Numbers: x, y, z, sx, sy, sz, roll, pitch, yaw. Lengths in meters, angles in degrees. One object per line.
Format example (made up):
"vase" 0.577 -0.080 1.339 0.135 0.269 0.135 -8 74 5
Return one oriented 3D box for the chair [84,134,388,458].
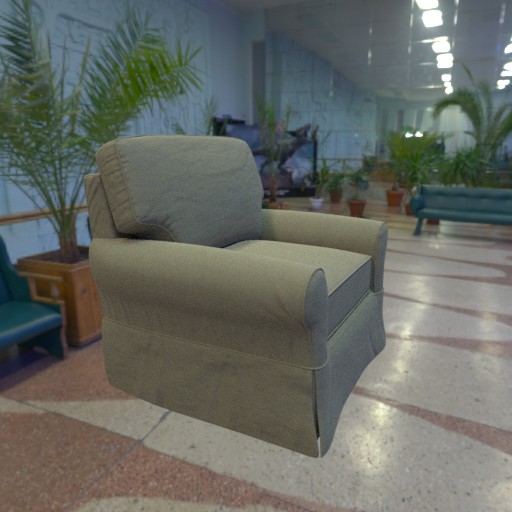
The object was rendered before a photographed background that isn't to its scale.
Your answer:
"chair" 0.000 0.000 1.920 0.988 1.017 1.135 7 16 27
